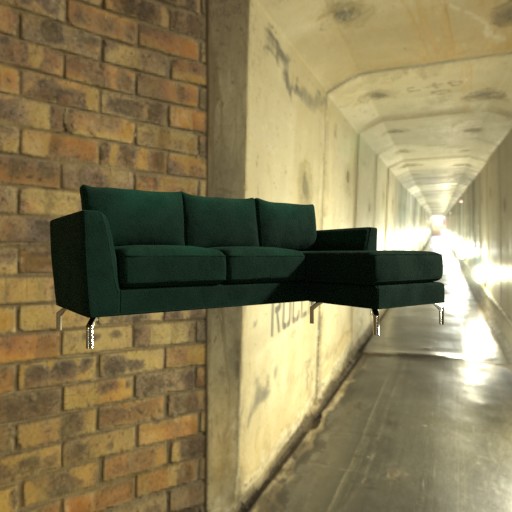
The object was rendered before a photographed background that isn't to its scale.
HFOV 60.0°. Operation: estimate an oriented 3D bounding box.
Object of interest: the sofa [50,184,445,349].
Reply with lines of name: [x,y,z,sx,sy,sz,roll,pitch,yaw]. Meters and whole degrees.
sofa: [0.000,0.000,3.156,2.441,1.007,1.489,0,0,-36]
